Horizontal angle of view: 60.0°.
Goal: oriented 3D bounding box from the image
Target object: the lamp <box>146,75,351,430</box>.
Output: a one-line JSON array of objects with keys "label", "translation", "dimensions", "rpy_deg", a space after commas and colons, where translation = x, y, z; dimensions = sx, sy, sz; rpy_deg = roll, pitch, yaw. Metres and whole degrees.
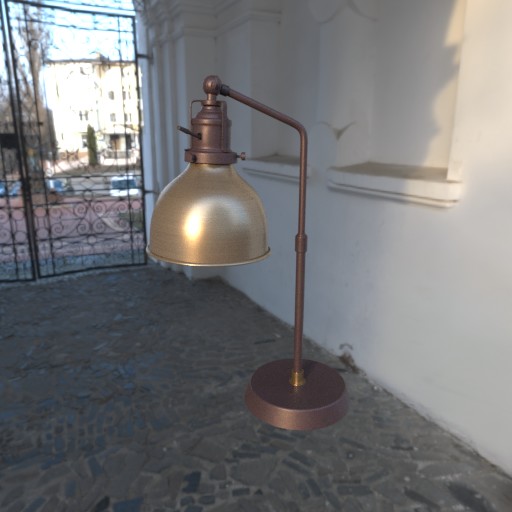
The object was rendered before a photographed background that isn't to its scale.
[{"label": "lamp", "translation": [0.000, 0.000, 0.621], "dimensions": [0.298, 0.469, 0.175], "rpy_deg": [-3, 16, -9]}]
